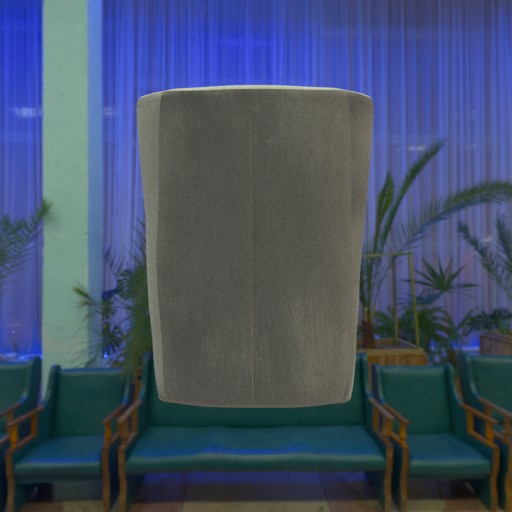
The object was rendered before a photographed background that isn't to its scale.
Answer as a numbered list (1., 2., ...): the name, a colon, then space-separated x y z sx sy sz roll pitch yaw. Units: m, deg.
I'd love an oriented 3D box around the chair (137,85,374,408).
1. chair: 0.000 0.000 1.660 0.779 1.000 0.904 0 -1 1
